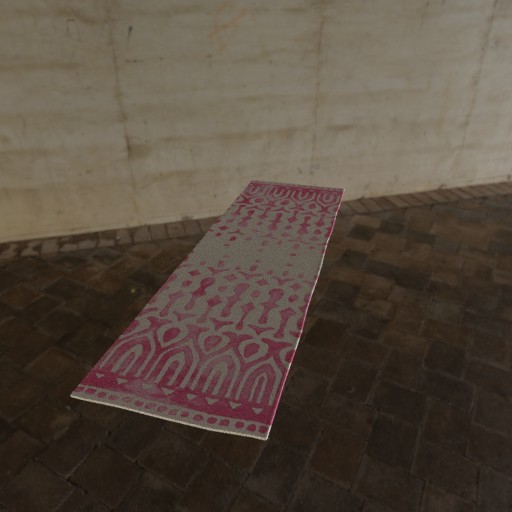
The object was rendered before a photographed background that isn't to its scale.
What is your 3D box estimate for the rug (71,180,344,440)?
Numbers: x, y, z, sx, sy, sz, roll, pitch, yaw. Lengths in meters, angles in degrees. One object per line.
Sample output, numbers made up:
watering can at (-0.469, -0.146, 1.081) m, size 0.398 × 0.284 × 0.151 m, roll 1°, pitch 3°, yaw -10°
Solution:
rug at (0.000, 0.000, 2.627) m, size 0.787 × 0.011 × 2.458 m, roll 8°, pitch 31°, yaw 14°
